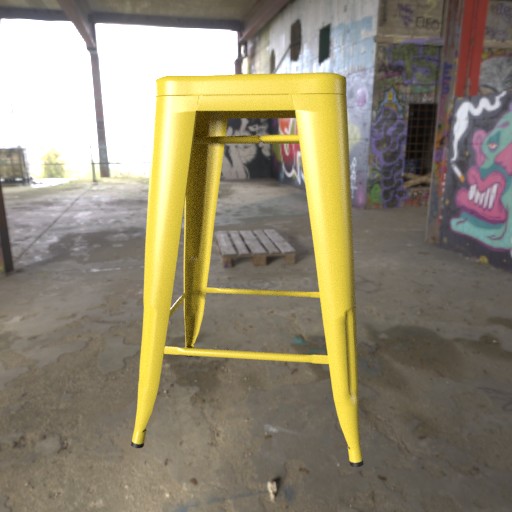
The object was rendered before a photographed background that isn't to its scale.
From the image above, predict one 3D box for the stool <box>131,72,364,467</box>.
[{"bbox_3d":[0.000,0.000,0.835,0.399,0.609,0.359,2,15,6],"label":"stool"}]
